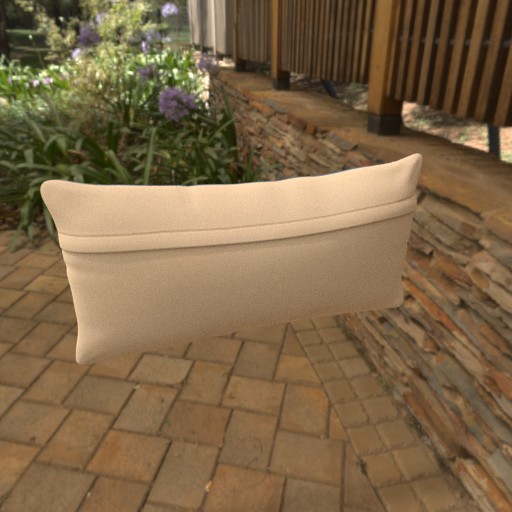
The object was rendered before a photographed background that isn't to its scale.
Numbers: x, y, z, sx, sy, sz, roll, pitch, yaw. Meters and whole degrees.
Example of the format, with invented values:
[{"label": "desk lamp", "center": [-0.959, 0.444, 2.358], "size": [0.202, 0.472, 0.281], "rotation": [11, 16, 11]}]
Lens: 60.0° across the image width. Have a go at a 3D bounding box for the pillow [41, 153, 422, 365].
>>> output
[{"label": "pillow", "center": [0.000, 0.000, 0.732], "size": [0.604, 0.307, 0.148], "rotation": [-8, 27, -16]}]
